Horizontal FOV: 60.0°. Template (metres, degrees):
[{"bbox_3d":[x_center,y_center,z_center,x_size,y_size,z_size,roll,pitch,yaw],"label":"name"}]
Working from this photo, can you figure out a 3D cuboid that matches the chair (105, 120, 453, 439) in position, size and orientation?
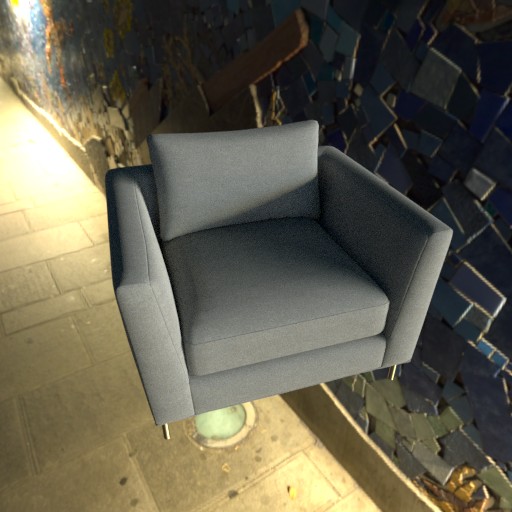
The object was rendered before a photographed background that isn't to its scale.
[{"bbox_3d":[0.000,0.000,1.735,1.041,0.864,0.889,-10,33,-15],"label":"chair"}]
